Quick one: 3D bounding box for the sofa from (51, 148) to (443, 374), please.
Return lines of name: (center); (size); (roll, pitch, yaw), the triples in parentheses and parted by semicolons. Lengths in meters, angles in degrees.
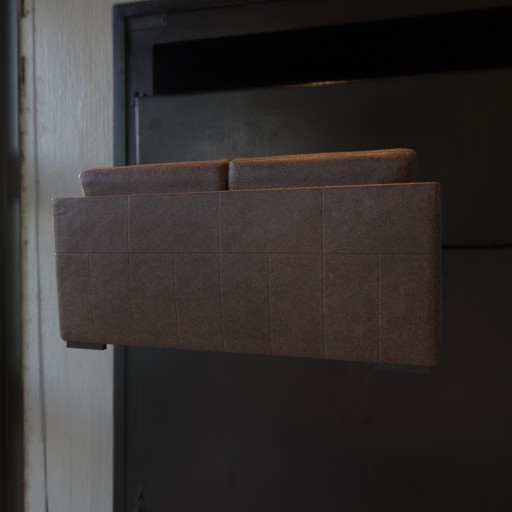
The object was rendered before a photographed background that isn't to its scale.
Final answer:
sofa: (0.000, 0.000, 2.480); (1.880, 0.939, 1.143); (0, 0, 17)
